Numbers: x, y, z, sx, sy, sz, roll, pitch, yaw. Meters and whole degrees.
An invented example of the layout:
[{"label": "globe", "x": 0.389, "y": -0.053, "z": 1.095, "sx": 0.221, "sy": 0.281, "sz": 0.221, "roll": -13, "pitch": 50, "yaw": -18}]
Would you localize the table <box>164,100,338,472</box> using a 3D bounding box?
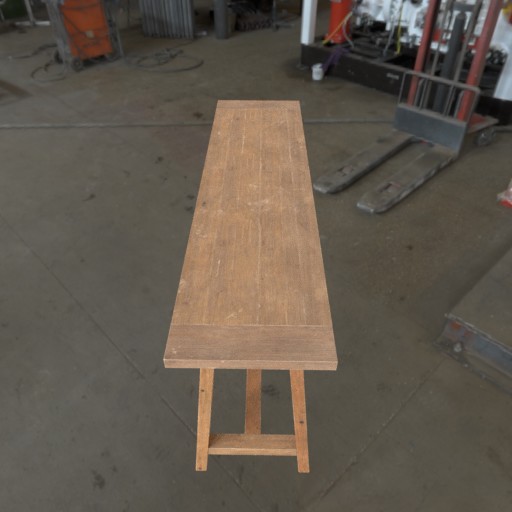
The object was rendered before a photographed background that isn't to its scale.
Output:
[{"label": "table", "x": 0.000, "y": 0.000, "z": 2.127, "sx": 0.465, "sy": 0.810, "sz": 1.800, "roll": 1, "pitch": 41, "yaw": 1}]
